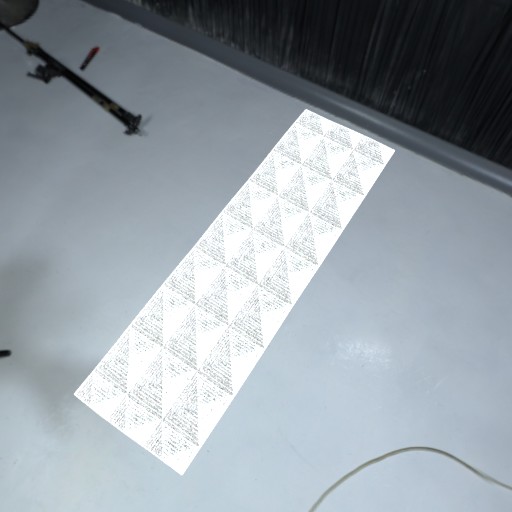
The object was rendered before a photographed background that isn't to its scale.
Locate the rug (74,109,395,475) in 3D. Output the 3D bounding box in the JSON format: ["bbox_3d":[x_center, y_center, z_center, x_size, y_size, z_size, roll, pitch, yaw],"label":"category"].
[{"bbox_3d":[0.000,0.000,2.430,0.645,0.015,2.182,30,67,14],"label":"rug"}]
